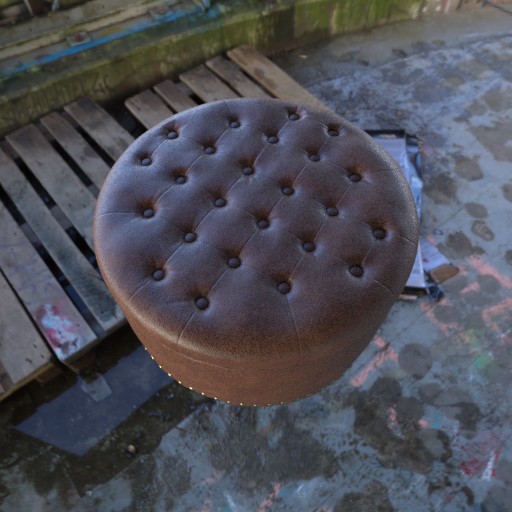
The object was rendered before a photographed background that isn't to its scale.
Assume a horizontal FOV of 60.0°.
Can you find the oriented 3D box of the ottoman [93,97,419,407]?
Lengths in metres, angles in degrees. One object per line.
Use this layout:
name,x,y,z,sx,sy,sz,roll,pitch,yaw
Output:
ottoman,0.000,0.000,1.036,0.637,0.442,0.637,0,58,0
